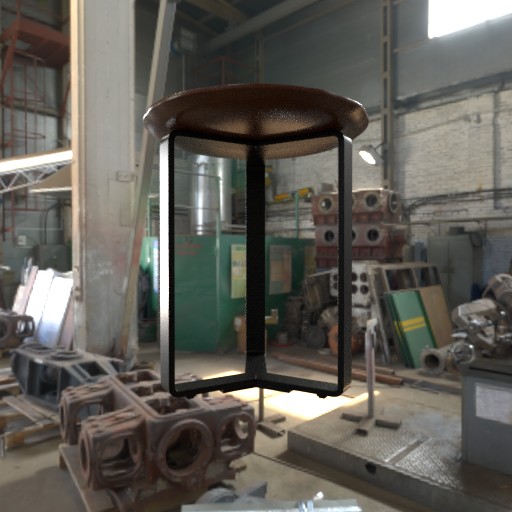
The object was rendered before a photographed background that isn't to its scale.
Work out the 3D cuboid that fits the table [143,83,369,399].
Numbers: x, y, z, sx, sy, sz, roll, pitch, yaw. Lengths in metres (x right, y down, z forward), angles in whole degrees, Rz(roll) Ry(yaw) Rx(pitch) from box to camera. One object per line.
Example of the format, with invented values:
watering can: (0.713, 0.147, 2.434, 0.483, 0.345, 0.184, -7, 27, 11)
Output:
table: (0.000, 0.000, 0.777, 0.380, 0.450, 0.410, 0, 1, 0)
